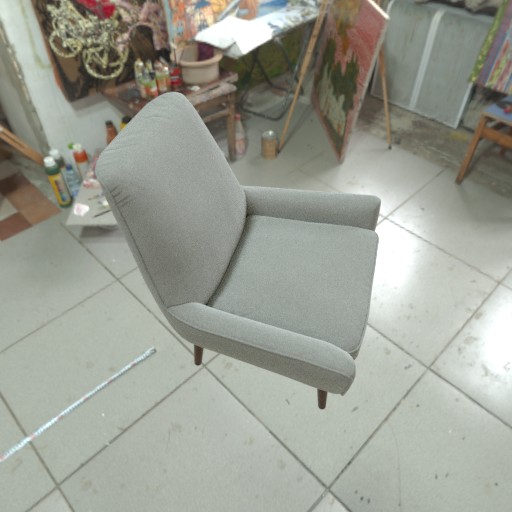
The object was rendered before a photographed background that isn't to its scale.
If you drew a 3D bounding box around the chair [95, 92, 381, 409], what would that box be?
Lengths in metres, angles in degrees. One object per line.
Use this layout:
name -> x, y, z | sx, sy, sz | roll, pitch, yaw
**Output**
chair -> 0.000, 0.000, 1.537 | 0.822, 0.888, 0.787 | 12, 48, 11
